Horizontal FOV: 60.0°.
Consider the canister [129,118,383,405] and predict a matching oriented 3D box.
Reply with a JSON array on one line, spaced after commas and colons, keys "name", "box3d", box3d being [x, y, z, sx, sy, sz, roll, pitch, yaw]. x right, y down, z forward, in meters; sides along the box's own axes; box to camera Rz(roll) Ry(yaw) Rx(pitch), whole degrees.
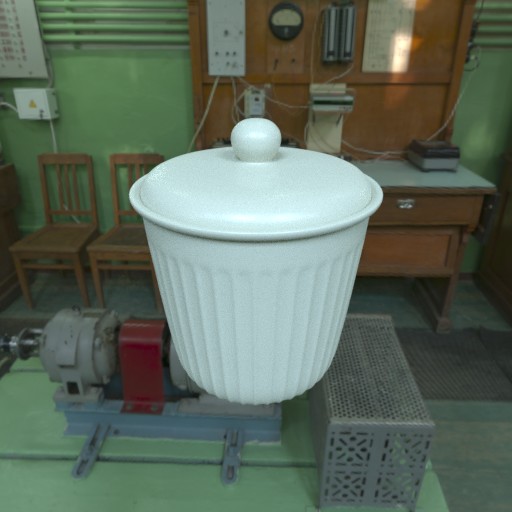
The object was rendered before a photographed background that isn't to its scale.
[{"name": "canister", "box3d": [0.000, 0.000, 0.351, 0.181, 0.211, 0.181, 0, 26, 0]}]
